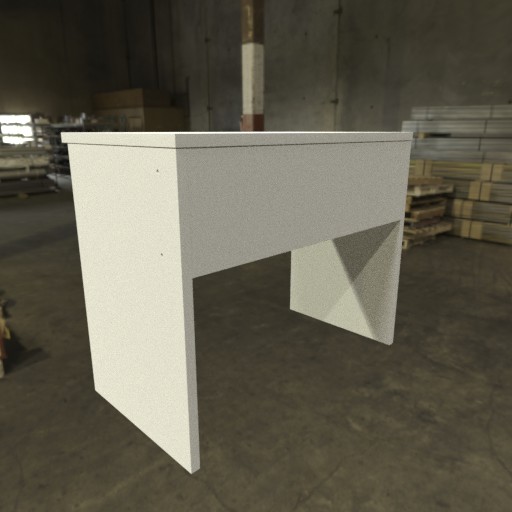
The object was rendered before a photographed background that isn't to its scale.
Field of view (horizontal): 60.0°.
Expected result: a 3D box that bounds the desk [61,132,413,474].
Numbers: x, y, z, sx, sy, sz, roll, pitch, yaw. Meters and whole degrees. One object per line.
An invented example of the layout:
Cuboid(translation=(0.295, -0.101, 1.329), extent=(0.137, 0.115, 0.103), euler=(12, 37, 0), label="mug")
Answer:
Cuboid(translation=(0.000, 0.000, 1.357), extent=(0.900, 0.729, 0.498), euler=(-15, 22, -43), label="desk")
